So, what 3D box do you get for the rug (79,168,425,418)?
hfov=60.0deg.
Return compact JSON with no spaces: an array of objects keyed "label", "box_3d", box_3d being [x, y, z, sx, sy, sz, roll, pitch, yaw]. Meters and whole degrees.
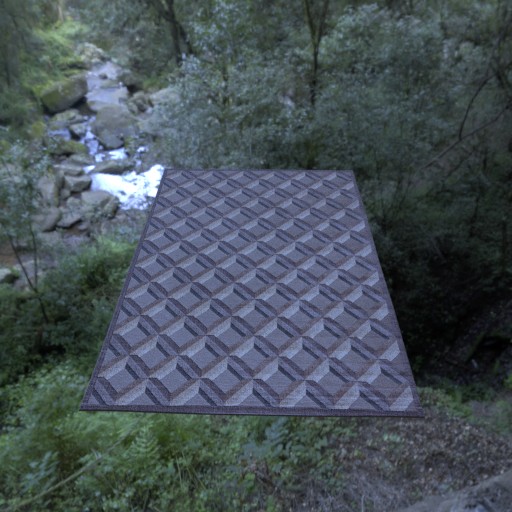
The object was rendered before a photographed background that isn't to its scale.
[{"label":"rug","box_3d":[0.000,0.000,2.895,1.600,0.013,2.260,1,40,1]}]
